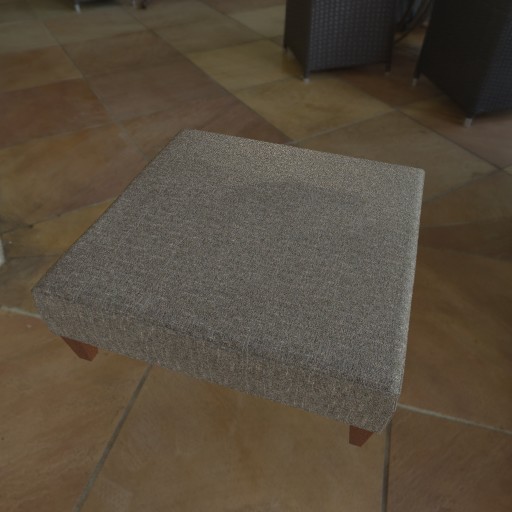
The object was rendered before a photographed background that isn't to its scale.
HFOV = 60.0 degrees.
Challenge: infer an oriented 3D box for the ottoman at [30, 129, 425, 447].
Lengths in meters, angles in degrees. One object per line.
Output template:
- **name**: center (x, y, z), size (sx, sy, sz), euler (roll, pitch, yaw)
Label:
- **ottoman**: center (0.000, 0.000, 1.526), size (1.016, 0.379, 0.981), euler (13, 45, 13)
